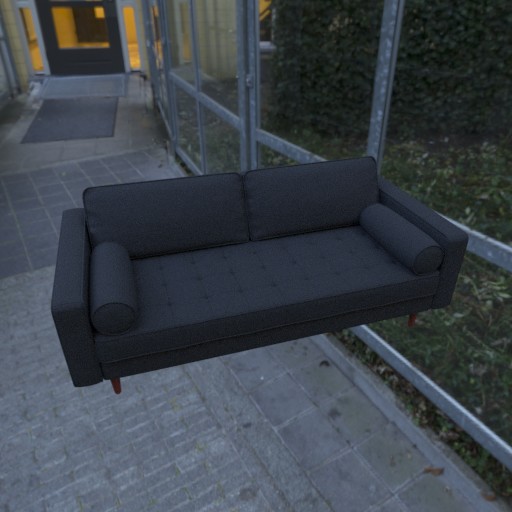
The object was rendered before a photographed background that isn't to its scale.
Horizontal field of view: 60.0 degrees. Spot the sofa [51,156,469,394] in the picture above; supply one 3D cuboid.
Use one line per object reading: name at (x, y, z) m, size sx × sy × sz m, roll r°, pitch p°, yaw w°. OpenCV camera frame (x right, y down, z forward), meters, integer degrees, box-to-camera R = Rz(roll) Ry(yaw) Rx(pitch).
sofa at (0.000, 0.000, 2.319) m, size 1.875 × 0.759 × 0.914 m, roll -9°, pitch 33°, yaw -15°
